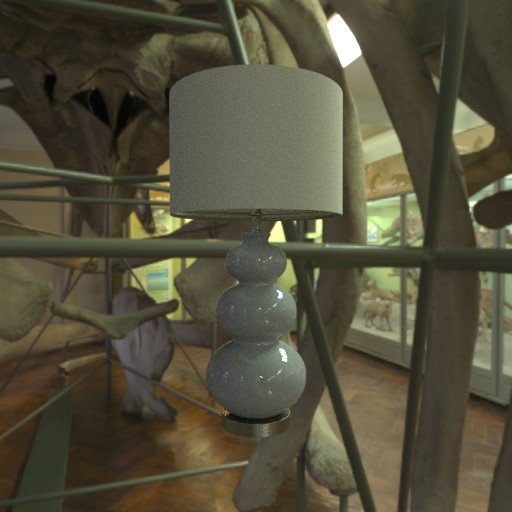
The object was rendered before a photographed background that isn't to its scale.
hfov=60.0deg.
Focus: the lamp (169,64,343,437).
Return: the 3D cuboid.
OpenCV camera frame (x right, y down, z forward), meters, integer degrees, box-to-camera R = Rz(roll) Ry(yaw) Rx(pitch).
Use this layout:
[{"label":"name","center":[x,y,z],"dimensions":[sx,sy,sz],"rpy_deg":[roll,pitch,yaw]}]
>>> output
[{"label":"lamp","center":[0.000,0.000,0.962],"dimensions":[0.367,0.730,0.367],"rpy_deg":[0,1,-18]}]
